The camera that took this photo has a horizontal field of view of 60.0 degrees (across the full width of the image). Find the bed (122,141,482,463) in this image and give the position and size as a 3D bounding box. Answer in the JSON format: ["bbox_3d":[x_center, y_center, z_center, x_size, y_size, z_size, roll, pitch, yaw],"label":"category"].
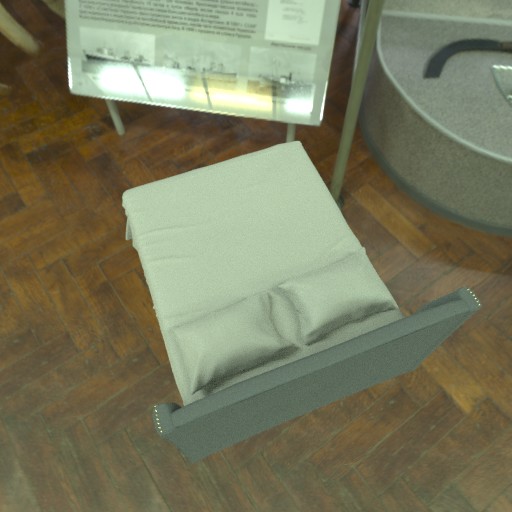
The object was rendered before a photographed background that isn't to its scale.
[{"bbox_3d":[0.000,0.000,3.420,1.925,1.332,2.276,-19,62,-10],"label":"bed"}]
